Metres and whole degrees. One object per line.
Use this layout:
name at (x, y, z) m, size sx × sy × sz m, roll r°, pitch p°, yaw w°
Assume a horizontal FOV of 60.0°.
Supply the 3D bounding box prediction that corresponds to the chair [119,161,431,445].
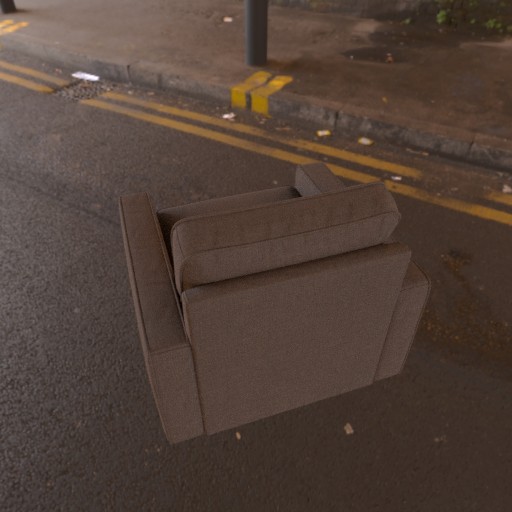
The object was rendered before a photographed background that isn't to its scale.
chair at (0.000, 0.000, 1.818) m, size 1.017 × 0.919 × 0.940 m, roll -12°, pitch 42°, yaw -14°
